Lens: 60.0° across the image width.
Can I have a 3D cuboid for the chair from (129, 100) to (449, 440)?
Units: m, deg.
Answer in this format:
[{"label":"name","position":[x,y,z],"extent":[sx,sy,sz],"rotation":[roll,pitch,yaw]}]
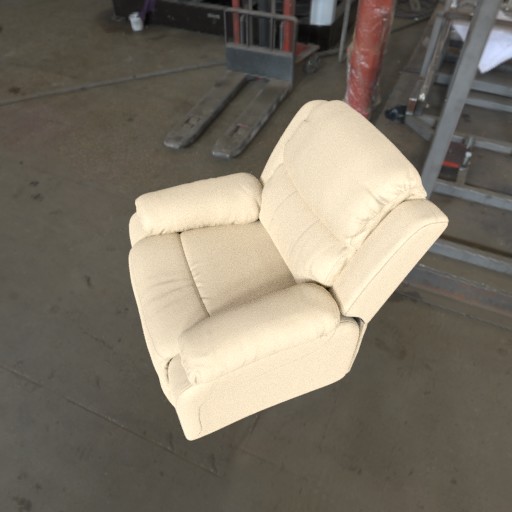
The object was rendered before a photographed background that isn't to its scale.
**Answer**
[{"label":"chair","position":[0.000,0.000,1.269],"extent":[0.709,0.702,0.680],"rotation":[-15,48,-14]}]
